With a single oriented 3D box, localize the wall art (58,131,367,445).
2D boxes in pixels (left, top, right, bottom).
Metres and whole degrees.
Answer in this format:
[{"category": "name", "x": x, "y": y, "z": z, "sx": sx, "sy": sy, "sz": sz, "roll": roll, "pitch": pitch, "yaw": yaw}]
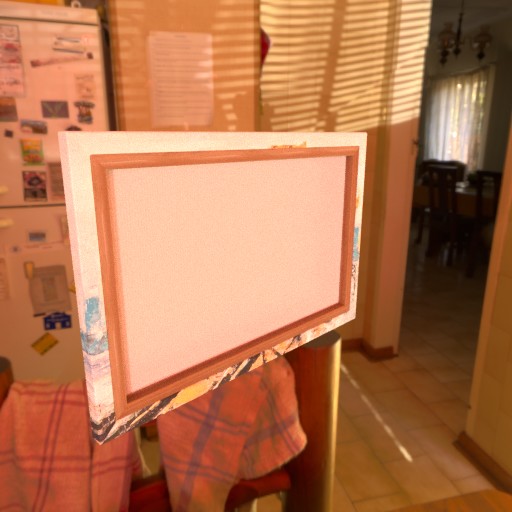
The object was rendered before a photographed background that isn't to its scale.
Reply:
[{"category": "wall art", "x": 0.000, "y": 0.000, "z": 1.130, "sx": 0.913, "sy": 0.609, "sz": 0.038, "roll": -15, "pitch": 21, "yaw": -43}]
